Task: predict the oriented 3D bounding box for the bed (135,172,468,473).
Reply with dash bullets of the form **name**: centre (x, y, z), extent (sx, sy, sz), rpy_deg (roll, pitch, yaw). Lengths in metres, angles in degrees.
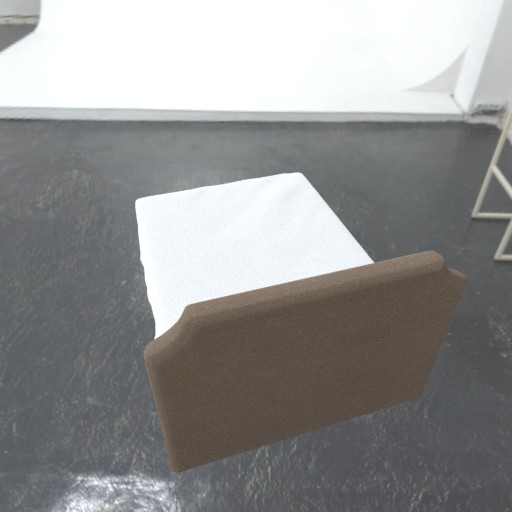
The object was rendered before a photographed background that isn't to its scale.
- **bed**: centre (0.000, 0.000, 3.165), extent (1.693, 1.290, 2.116), rpy_deg (-12, 41, -14)
